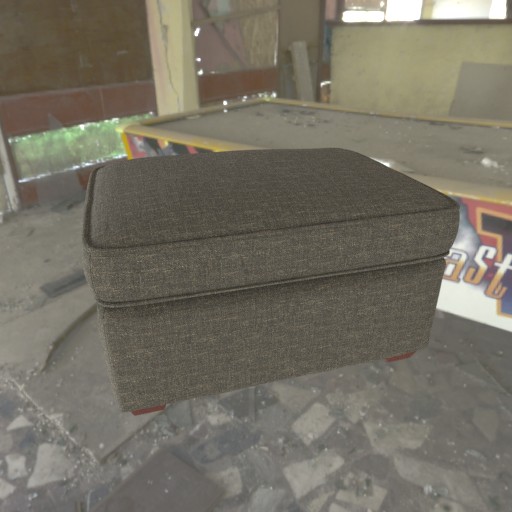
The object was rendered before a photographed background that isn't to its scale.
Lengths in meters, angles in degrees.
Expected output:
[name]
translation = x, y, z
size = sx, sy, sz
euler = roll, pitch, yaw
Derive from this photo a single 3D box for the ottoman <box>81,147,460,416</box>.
[ottoman]
translation = 0.000, 0.000, 1.097
size = 0.749, 0.450, 0.549
euler = -8, 28, -15
